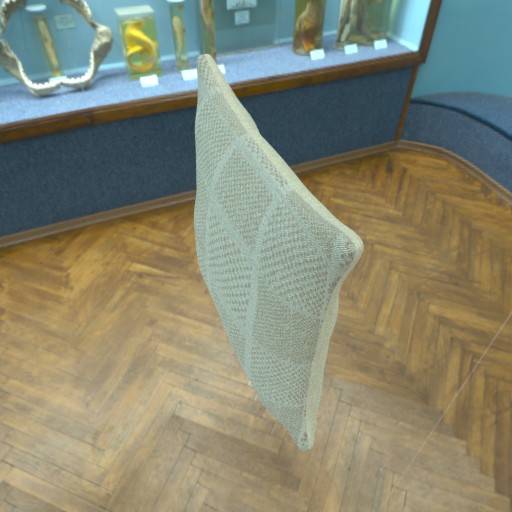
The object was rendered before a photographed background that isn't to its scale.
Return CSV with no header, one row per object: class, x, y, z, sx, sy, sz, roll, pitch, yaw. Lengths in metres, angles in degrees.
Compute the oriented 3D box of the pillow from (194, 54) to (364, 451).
pillow,0.000,0.000,0.656,0.138,0.432,0.436,-16,47,-15
